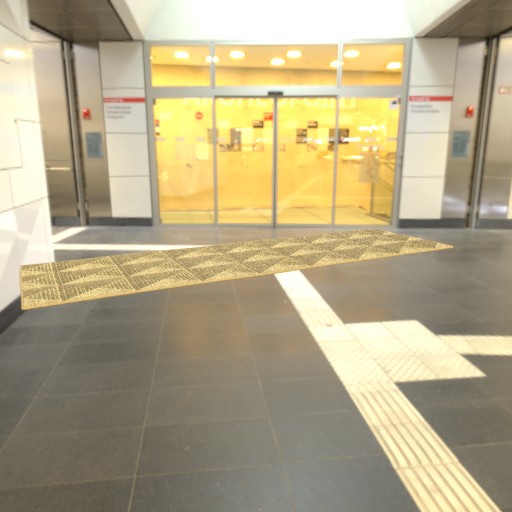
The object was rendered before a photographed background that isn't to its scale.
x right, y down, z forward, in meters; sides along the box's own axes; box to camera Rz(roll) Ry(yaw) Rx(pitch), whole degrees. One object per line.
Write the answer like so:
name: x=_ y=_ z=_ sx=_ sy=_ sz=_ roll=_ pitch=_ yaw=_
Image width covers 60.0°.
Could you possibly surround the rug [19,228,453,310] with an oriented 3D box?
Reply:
rug: x=0.000 y=0.000 z=2.300 sx=2.182 sy=0.015 sz=0.645 roll=-7 pitch=15 yaw=-26
